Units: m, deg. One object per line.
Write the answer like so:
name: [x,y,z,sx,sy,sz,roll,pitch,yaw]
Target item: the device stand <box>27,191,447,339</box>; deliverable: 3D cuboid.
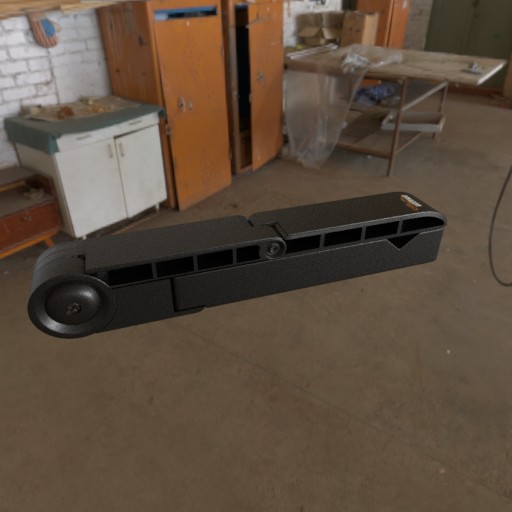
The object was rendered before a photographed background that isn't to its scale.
device stand: [0.000,0.000,0.192,0.179,0.030,0.026,-10,34,-16]
